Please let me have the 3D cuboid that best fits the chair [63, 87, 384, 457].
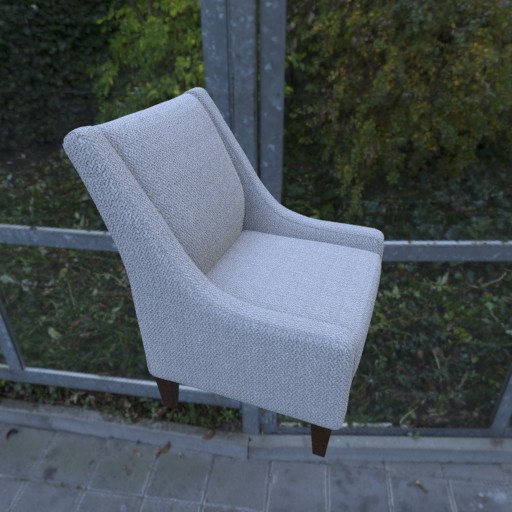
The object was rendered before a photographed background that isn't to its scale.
[{"bbox_3d":[0.000,0.000,1.616,0.870,1.014,0.774,11,32,18],"label":"chair"}]
